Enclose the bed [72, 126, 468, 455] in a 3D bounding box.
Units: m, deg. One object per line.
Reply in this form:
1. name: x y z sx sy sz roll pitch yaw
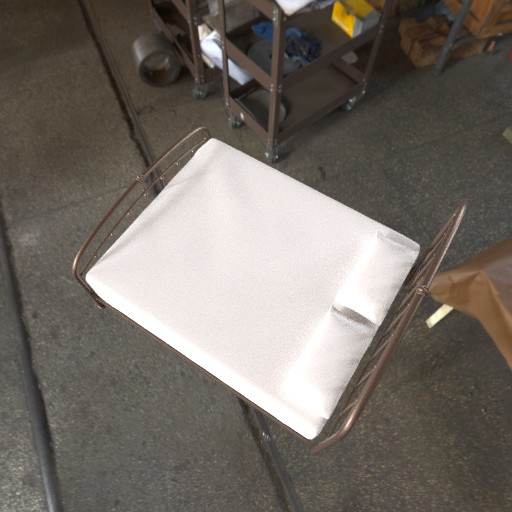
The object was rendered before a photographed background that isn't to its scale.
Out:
1. bed: 0.000 0.000 3.244 2.168 1.475 1.711 30 67 15
